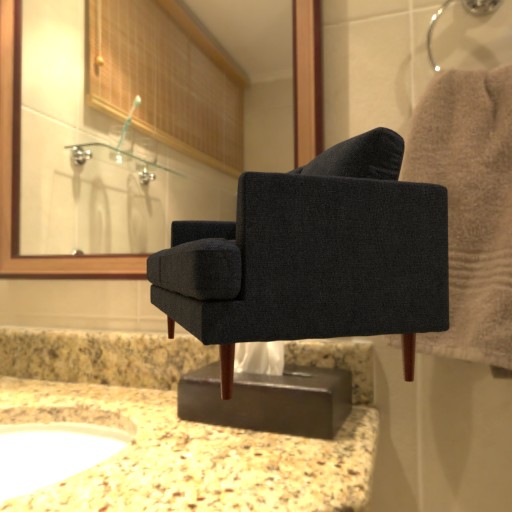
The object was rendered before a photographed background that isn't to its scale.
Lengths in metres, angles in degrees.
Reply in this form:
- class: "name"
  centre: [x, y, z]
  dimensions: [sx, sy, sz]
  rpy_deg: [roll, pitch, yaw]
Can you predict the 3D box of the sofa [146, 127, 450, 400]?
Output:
- class: "sofa"
  centre: [0.000, 0.000, 2.117]
  dimensions: [0.903, 0.944, 1.582]
  rpy_deg: [1, -2, -19]
